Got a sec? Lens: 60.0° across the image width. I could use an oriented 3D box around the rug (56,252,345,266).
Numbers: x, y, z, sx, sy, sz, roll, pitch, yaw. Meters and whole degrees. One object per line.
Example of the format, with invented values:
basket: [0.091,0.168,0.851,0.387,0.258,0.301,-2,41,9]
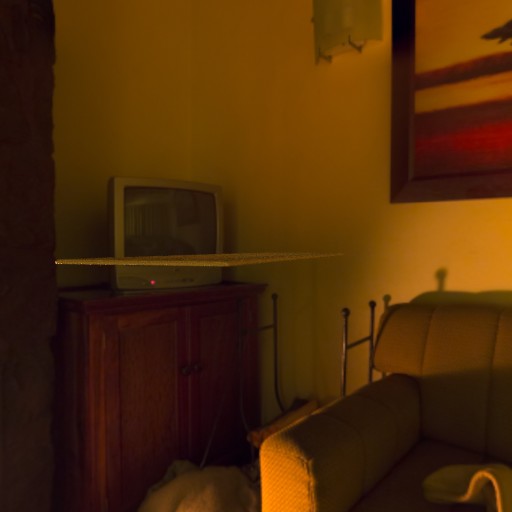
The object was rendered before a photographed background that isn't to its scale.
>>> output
rug: [0.000,0.000,2.508,0.659,0.019,2.297,0,1,20]
